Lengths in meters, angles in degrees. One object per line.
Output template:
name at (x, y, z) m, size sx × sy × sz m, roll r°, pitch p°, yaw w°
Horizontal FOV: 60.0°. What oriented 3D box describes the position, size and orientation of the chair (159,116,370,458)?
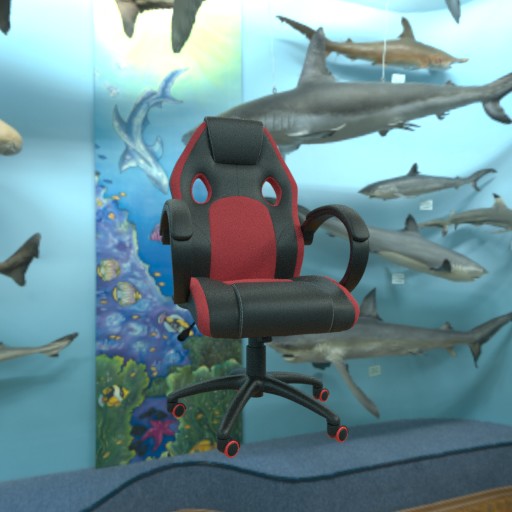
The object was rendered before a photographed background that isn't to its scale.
chair at (0.000, 0.000, 1.633) m, size 0.673 × 1.187 × 0.724 m, roll 0°, pitch 1°, yaw -17°
